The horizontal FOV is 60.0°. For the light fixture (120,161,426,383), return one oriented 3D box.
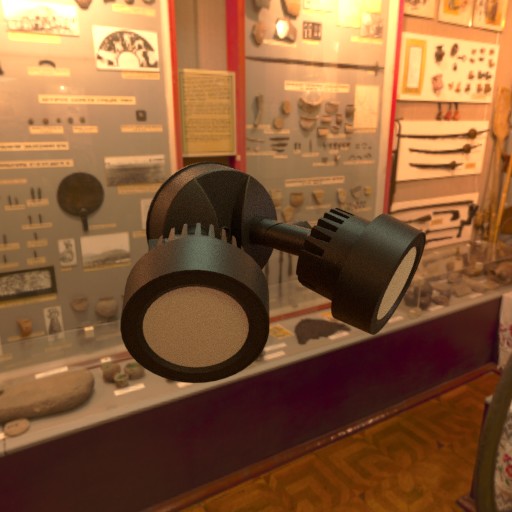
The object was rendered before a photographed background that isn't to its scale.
[{"bbox_3d":[0.000,0.000,0.312,0.213,0.120,0.168,-9,18,-28],"label":"light fixture"}]
